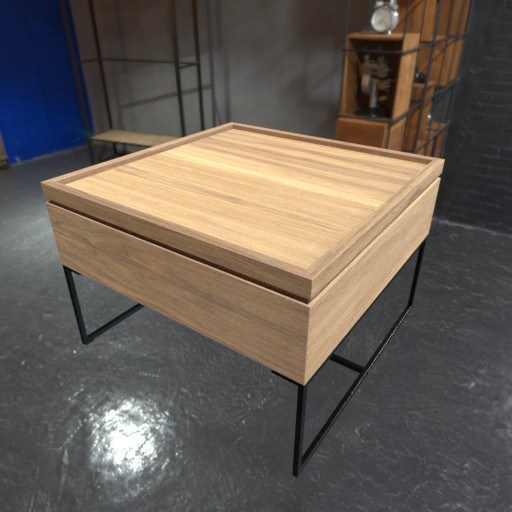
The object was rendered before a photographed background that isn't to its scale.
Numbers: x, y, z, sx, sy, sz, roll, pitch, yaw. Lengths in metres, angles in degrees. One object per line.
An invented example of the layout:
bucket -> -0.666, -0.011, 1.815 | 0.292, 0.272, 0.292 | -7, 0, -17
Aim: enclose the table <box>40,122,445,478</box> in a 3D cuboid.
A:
table -> 0.000, 0.000, 1.153 | 0.679, 0.464, 0.676 | 20, 35, 30
